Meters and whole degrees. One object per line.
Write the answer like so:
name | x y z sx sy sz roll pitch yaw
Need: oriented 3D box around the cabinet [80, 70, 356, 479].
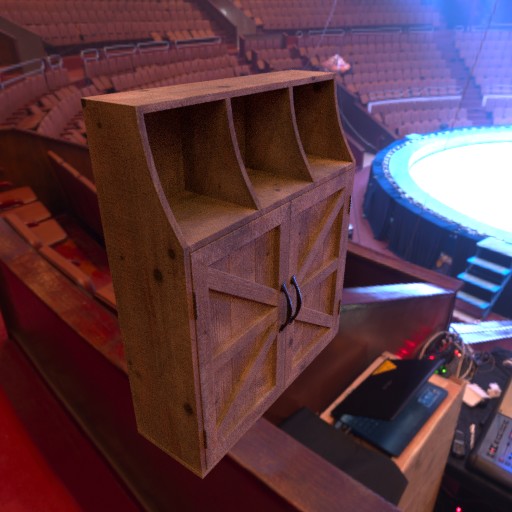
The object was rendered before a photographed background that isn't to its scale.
cabinet | 0.000 0.000 0.813 0.184 0.590 0.489 19 33 32
